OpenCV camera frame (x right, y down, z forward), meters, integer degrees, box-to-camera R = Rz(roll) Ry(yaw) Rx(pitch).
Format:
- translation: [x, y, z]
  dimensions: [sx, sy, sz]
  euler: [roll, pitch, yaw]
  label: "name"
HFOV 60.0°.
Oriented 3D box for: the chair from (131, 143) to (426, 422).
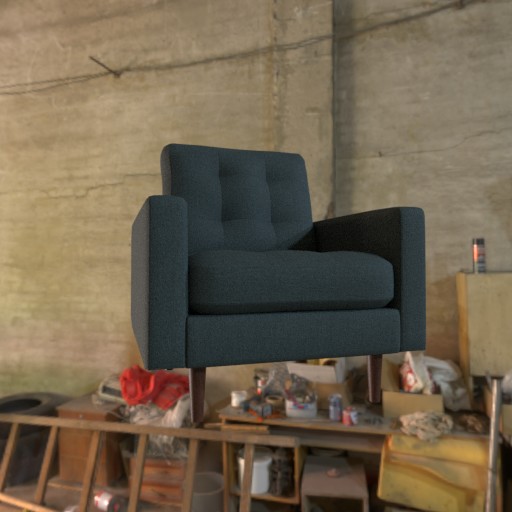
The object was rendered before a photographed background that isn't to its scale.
- translation: [0.000, 0.000, 1.563]
  dimensions: [0.821, 0.880, 0.843]
  euler: [0, -1, -18]
  label: "chair"
